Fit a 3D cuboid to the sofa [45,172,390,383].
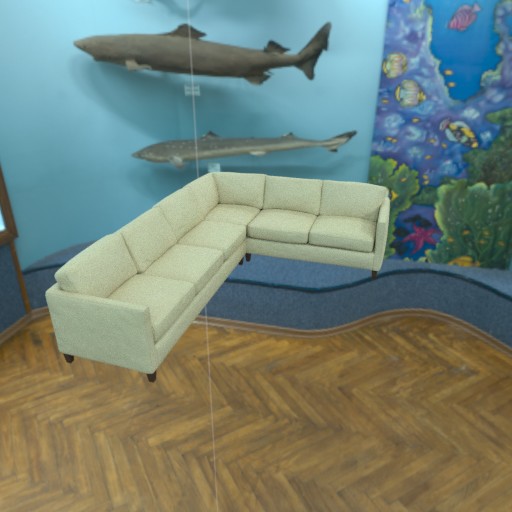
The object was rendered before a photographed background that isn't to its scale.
[{"bbox_3d":[0.000,0.000,4.679,2.593,0.947,3.302,8,27,16],"label":"sofa"}]
